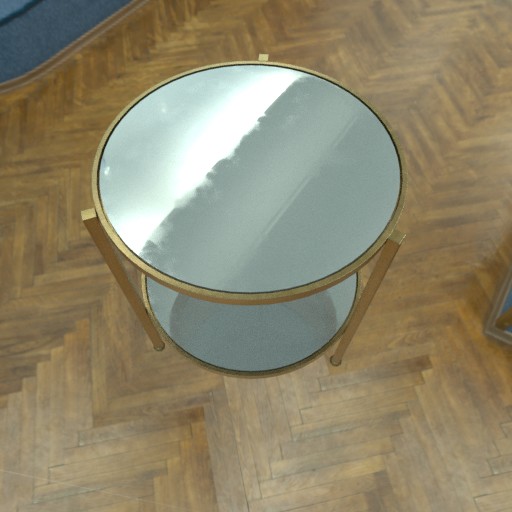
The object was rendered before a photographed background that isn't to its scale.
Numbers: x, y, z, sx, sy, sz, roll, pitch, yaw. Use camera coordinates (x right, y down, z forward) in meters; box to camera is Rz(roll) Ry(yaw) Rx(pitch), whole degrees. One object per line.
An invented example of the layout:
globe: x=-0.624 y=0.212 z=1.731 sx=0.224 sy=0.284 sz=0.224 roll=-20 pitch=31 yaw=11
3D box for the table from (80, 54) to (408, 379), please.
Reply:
table: x=0.000 y=0.000 z=0.443 sx=0.243 sy=0.269 sz=0.231 roll=31 pitch=64 yaw=17
